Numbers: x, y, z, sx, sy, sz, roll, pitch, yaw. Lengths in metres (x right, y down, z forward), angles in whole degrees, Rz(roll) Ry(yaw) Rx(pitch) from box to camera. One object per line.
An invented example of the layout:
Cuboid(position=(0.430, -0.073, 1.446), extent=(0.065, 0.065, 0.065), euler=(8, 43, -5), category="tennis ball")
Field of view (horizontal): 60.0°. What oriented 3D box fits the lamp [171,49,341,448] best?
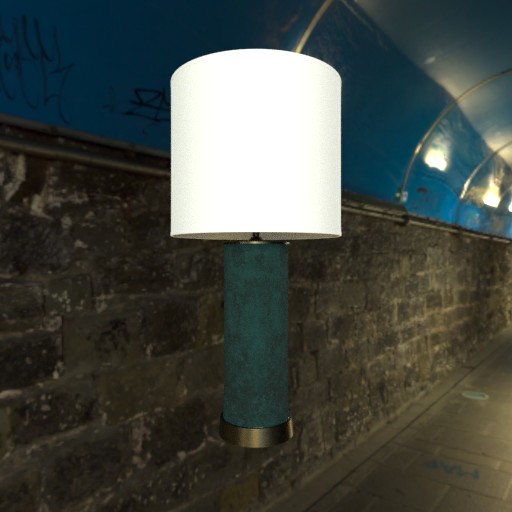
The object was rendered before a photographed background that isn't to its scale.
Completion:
Cuboid(position=(0.000, 0.000, 0.795), extent=(0.301, 0.630, 0.301), euler=(0, 0, -36), category="lamp")
